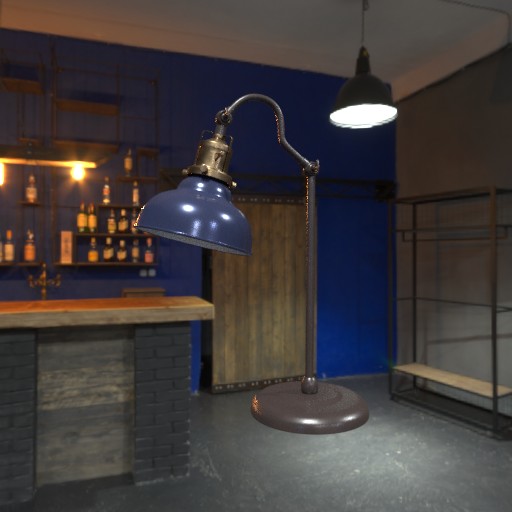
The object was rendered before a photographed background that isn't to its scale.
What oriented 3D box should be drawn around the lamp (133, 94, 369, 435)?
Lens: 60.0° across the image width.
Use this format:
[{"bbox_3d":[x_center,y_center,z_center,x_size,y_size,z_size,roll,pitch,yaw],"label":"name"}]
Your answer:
[{"bbox_3d":[0.000,0.000,0.698,0.374,0.508,0.192,0,1,-17],"label":"lamp"}]
